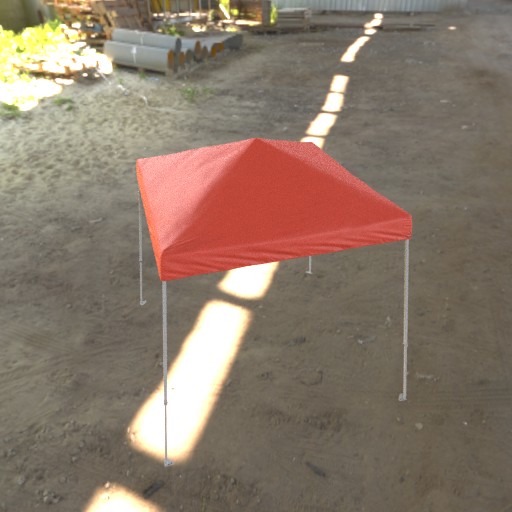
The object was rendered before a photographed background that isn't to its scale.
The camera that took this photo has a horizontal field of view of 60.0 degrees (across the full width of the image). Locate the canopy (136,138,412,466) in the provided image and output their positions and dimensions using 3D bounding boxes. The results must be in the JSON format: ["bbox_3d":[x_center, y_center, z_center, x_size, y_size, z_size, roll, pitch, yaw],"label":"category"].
[{"bbox_3d":[0.000,0.000,5.290,2.850,2.850,2.849,-10,33,-15],"label":"canopy"}]
